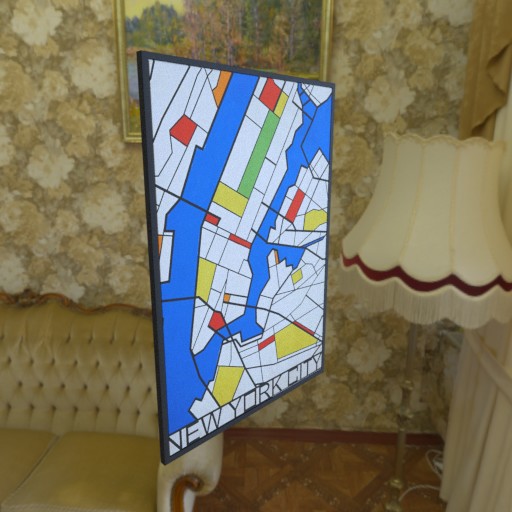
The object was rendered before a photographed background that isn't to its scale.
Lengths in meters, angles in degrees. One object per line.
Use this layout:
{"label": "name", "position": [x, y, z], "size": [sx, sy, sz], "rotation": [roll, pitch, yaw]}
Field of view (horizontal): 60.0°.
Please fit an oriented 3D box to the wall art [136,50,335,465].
{"label": "wall art", "position": [0.000, 0.000, 0.846], "size": [0.013, 0.660, 0.460], "rotation": [13, 19, 43]}
